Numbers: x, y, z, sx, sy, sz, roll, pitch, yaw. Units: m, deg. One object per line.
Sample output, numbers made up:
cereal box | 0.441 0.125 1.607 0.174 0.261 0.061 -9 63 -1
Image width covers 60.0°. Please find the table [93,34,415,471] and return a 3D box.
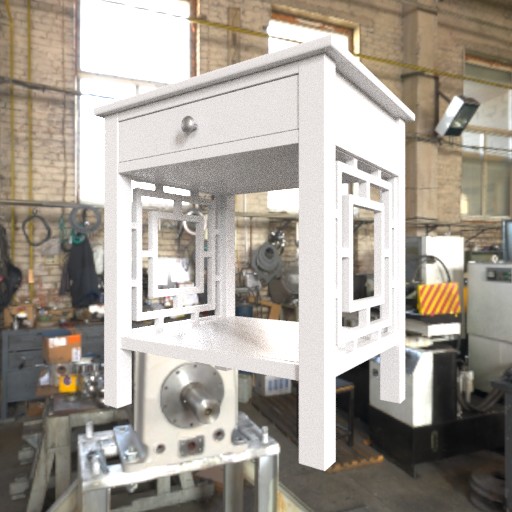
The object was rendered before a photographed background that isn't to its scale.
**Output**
table | 0.000 0.000 0.978 0.564 0.646 0.451 0 0 35
